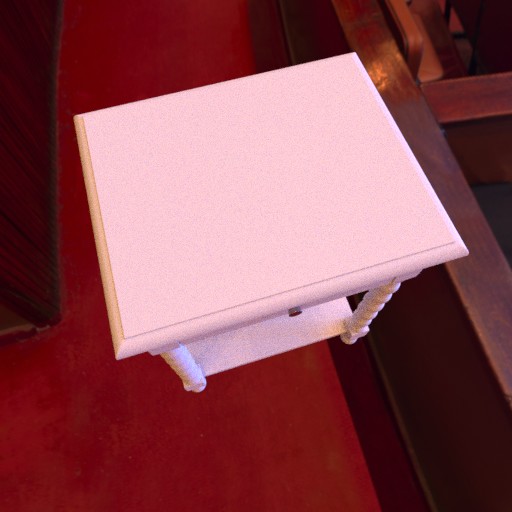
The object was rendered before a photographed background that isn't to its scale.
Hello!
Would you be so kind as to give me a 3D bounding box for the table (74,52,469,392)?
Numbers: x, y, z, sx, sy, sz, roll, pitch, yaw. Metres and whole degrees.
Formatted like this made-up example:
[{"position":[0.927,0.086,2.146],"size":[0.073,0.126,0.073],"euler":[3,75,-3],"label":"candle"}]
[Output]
[{"position":[0.000,0.000,0.848],"size":[0.460,0.531,0.381],"euler":[-16,66,-7],"label":"table"}]
